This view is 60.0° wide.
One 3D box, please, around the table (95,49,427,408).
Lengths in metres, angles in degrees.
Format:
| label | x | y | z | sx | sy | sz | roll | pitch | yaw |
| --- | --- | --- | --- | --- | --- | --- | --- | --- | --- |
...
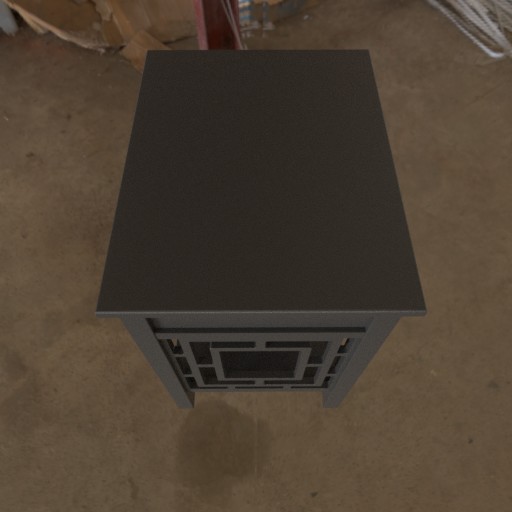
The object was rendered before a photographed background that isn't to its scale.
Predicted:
| label | x | y | z | sx | sy | sz | roll | pitch | yaw |
| --- | --- | --- | --- | --- | --- | --- | --- | --- | --- |
| table | 0.000 | 0.000 | 1.004 | 0.451 | 0.646 | 0.564 | 0 | 59 | 0 |
